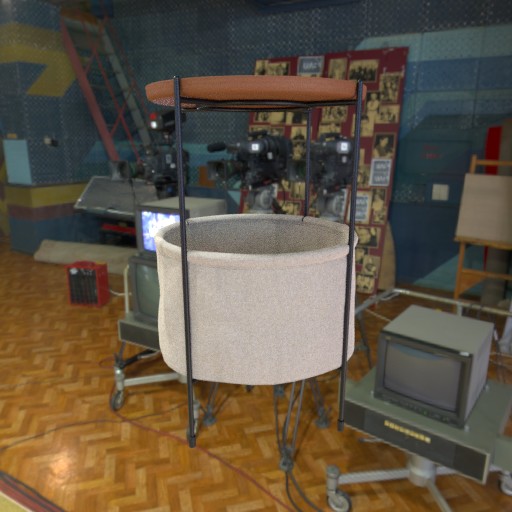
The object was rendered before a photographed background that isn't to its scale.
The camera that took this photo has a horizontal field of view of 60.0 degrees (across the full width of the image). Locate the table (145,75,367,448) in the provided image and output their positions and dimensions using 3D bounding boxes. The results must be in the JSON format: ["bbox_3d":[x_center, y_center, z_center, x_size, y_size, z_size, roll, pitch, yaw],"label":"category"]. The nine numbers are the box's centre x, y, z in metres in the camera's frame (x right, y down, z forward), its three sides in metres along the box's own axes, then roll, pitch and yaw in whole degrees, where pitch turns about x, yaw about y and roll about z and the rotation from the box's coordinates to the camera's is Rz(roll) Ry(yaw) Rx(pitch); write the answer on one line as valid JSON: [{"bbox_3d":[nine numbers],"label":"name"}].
[{"bbox_3d":[0.000,0.000,0.875,0.393,0.623,0.393,-2,15,-9],"label":"table"}]
